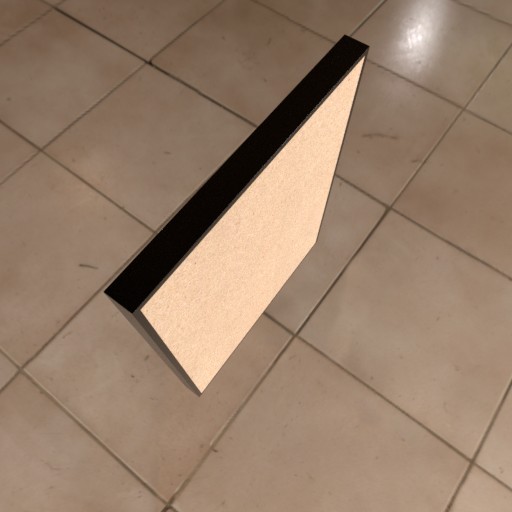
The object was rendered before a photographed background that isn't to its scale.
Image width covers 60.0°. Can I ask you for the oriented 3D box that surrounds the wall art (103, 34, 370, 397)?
[{"bbox_3d":[0.000,0.000,0.749,0.038,0.551,0.448,33,69,15],"label":"wall art"}]
